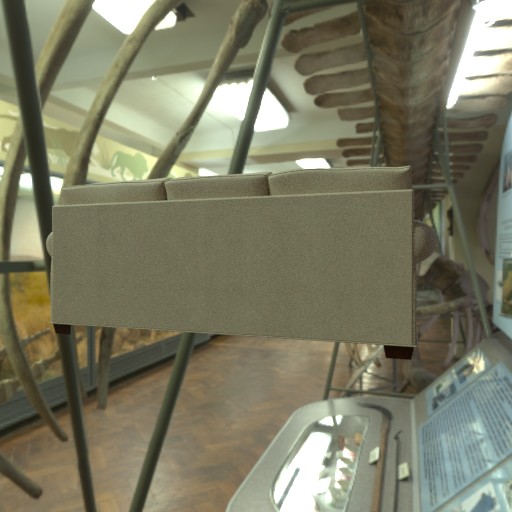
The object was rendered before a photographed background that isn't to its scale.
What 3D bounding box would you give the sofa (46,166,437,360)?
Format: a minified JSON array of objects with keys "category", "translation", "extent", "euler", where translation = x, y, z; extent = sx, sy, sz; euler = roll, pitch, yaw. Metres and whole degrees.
[{"category":"sofa","translation":[0.000,0.000,2.398],"extent":[1.770,0.734,1.226],"euler":[0,0,19]}]
